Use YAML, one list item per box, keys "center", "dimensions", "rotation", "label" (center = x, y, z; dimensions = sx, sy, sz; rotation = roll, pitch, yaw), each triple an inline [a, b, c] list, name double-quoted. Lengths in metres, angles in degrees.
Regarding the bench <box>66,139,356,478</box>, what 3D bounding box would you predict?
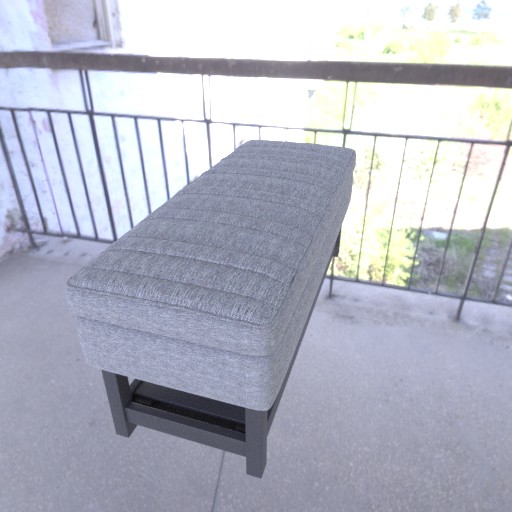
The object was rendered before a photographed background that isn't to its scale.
- center: [0.000, 0.000, 1.311]
  dimensions: [0.429, 0.470, 1.100]
  rotation: [9, 31, 16]
  label: "bench"
